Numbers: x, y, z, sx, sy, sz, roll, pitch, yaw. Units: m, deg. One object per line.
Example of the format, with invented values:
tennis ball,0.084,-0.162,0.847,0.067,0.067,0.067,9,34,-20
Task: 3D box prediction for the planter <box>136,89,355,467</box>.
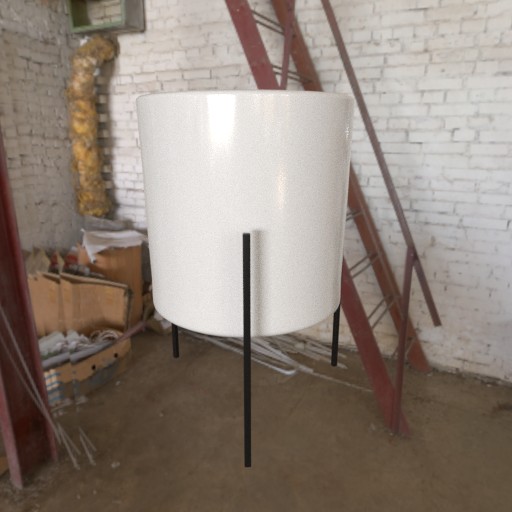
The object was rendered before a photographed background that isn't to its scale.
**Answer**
planter,0.000,0.000,0.643,0.308,0.431,0.307,-8,18,-25
